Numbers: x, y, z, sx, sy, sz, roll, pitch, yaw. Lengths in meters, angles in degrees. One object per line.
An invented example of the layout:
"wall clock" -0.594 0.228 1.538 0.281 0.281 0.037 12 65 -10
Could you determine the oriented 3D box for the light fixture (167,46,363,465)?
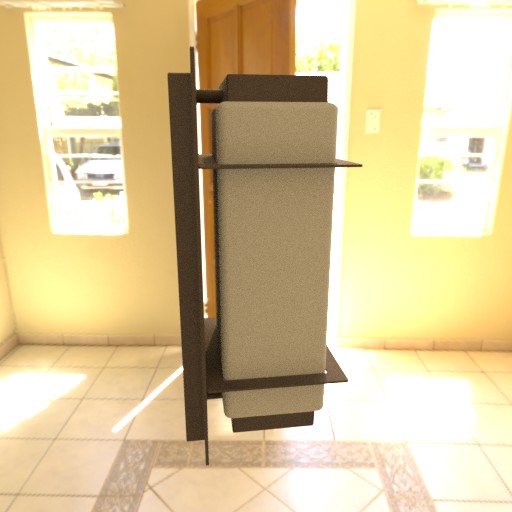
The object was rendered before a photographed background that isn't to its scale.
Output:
"light fixture" 0.000 0.000 0.430 0.146 0.347 0.153 -2 16 -8
